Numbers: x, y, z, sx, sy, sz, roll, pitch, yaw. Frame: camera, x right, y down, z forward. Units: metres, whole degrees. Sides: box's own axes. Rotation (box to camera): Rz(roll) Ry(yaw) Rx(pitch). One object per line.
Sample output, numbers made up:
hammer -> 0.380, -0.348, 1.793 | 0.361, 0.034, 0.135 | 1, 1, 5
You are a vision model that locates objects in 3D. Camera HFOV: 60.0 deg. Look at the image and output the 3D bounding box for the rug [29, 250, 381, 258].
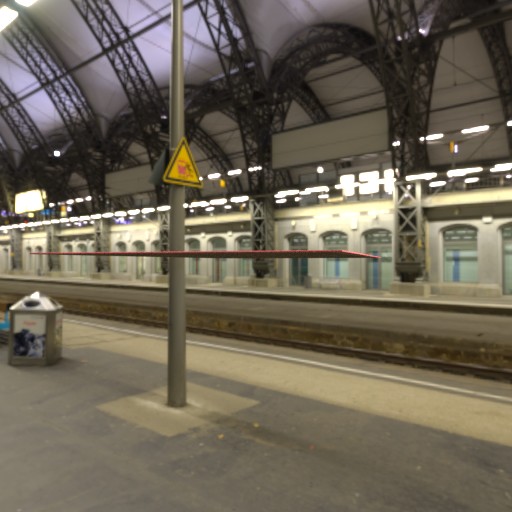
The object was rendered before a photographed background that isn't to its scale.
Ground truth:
rug -> 0.000, 0.000, 3.084 | 1.534, 0.010, 2.423 | 0, -1, 19
